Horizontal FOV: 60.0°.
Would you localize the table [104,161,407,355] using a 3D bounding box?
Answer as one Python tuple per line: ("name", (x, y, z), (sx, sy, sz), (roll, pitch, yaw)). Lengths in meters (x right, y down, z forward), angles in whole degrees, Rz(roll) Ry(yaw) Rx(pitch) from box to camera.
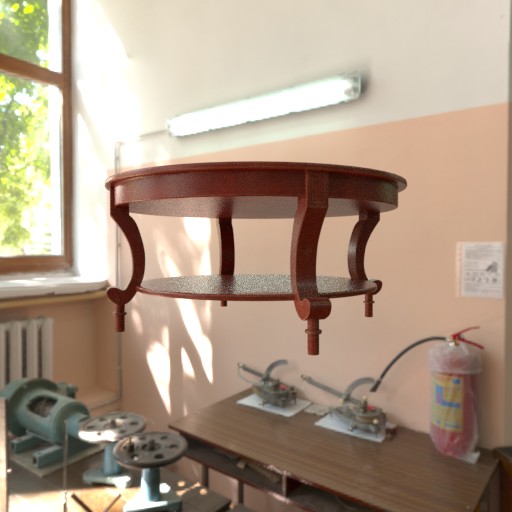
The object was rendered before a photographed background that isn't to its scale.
("table", (0.000, 0.000, 1.589), (1.029, 0.486, 1.029), (0, 1, 0))
